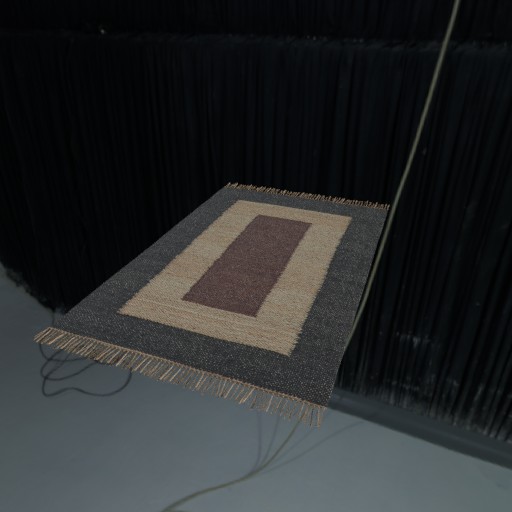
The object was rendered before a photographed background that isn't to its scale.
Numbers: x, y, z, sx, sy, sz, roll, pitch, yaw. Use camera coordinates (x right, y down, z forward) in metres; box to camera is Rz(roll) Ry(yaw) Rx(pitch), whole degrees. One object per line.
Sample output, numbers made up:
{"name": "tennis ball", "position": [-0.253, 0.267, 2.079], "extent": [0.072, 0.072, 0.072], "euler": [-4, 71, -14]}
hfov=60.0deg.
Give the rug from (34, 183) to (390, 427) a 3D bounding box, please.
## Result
{"name": "rug", "position": [0.000, 0.000, 2.462], "extent": [1.224, 0.027, 2.021], "euler": [11, 31, 18]}
